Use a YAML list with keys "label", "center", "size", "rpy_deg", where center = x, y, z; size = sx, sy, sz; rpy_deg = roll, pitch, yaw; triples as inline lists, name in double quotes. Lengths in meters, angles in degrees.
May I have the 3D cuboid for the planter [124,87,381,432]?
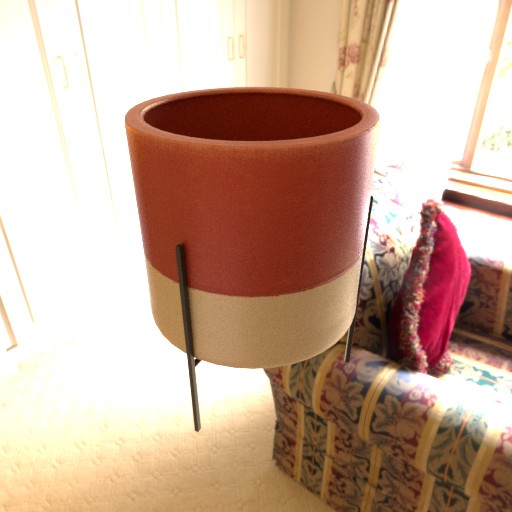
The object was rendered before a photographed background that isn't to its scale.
- label: "planter"
  center: [0.000, 0.000, 0.722]
  size: [0.354, 0.465, 0.345]
  rpy_deg: [0, 31, 0]
